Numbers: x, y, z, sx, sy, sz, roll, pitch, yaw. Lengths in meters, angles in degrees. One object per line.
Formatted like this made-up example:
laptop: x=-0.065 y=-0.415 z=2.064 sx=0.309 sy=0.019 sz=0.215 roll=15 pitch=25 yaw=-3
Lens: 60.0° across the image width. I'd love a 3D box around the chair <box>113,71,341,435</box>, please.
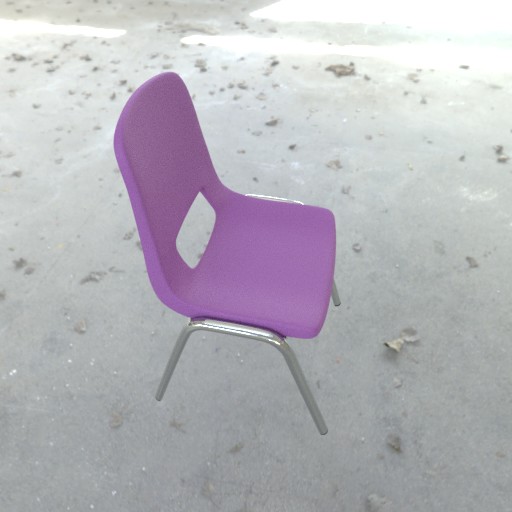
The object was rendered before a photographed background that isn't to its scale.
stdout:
chair: x=0.000 y=0.000 z=0.676 sx=0.301 sy=0.493 sz=0.291 roll=9 pitch=46 yaw=9
